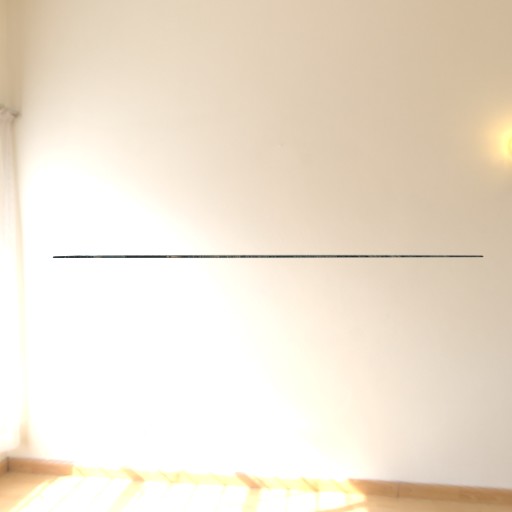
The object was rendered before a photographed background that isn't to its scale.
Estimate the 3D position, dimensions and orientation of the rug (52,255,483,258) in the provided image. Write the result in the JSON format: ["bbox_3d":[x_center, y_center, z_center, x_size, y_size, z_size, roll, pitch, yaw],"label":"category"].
[{"bbox_3d":[0.000,0.000,2.345,1.836,0.009,1.232,0,0,-18],"label":"rug"}]
